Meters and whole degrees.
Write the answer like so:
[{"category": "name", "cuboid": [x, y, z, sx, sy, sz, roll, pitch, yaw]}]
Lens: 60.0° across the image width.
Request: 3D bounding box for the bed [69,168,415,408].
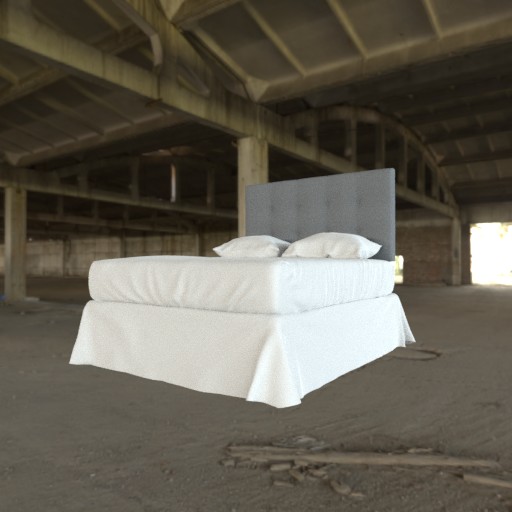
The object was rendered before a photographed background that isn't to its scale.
[{"category": "bed", "cuboid": [0.000, 0.000, 3.585, 1.936, 1.577, 2.222, -1, -1, 35]}]
